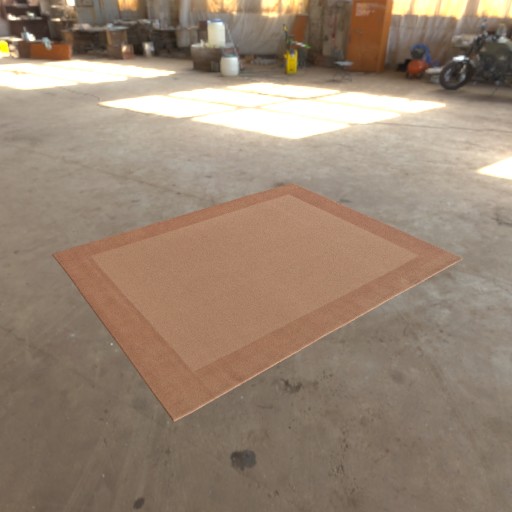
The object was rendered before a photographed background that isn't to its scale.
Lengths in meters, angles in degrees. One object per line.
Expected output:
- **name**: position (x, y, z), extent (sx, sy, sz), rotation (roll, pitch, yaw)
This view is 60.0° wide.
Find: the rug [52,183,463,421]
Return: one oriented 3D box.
- **rug**: position (0.000, 0.000, 4.200), extent (3.057, 0.021, 2.431), rotation (-21, 37, -31)
